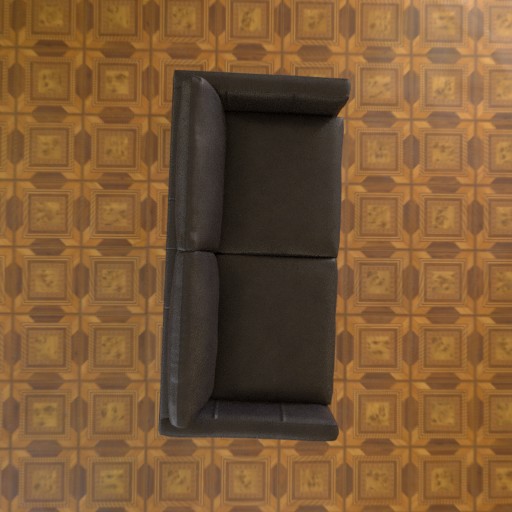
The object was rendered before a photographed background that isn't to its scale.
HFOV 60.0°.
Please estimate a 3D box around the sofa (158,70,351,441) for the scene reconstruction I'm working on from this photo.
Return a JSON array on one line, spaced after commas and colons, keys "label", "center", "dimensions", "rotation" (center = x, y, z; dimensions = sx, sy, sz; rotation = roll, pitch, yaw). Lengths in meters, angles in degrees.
[{"label": "sofa", "center": [0.000, 0.000, 2.360], "dimensions": [0.947, 0.883, 1.805], "rotation": [0, 89, -1]}]
